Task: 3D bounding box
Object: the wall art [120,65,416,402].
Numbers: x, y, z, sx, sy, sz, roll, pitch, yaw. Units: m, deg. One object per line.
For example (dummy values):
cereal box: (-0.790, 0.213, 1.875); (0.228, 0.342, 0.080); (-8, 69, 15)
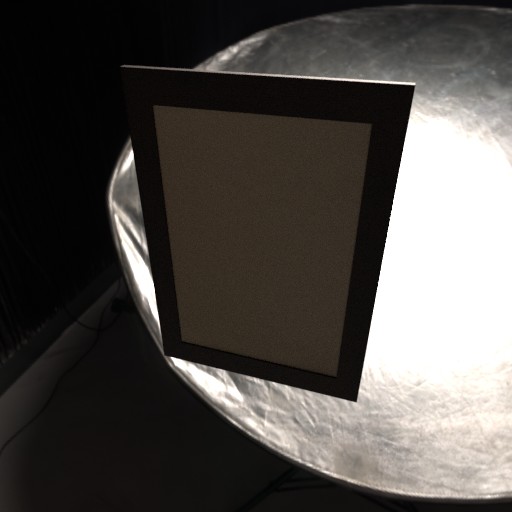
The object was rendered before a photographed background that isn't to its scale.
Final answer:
wall art: (0.000, 0.000, 0.658); (0.359, 0.508, 0.013); (10, 34, 15)
